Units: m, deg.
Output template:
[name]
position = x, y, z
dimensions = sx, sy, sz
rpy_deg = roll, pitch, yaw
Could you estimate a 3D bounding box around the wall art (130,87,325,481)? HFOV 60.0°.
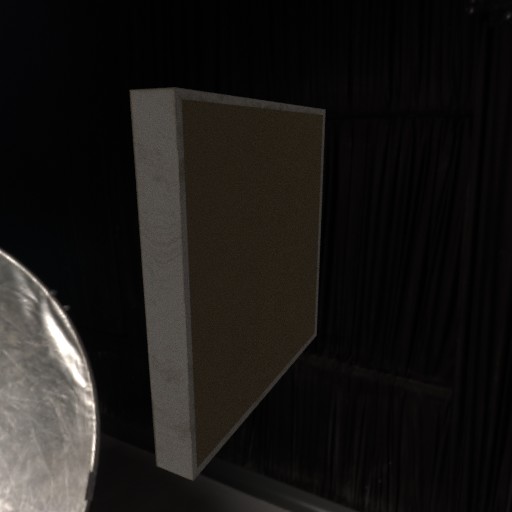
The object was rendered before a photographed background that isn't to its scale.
[wall art]
position = 0.000, 0.000, 0.463
dimensions = 0.038, 0.303, 0.305
rpy_deg = 8, 17, 26
